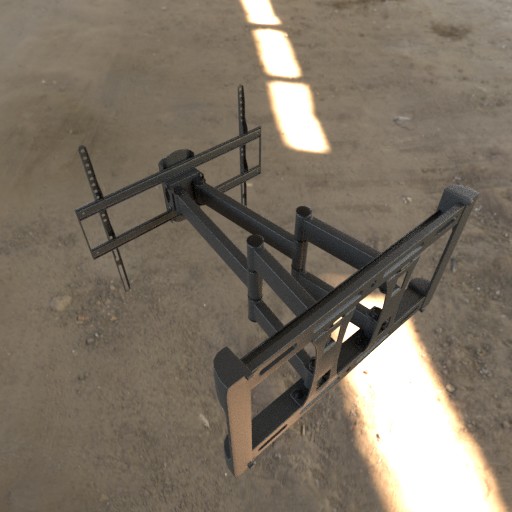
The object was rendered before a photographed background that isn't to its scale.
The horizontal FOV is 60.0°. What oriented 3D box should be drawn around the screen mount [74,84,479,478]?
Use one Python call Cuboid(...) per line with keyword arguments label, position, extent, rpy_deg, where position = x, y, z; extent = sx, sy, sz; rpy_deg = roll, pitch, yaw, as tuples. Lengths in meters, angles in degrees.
Cuboid(label="screen mount", position=(0.000, 0.000, 0.920), extent=(0.571, 0.424, 0.556), rpy_deg=(-32, 54, -27))
